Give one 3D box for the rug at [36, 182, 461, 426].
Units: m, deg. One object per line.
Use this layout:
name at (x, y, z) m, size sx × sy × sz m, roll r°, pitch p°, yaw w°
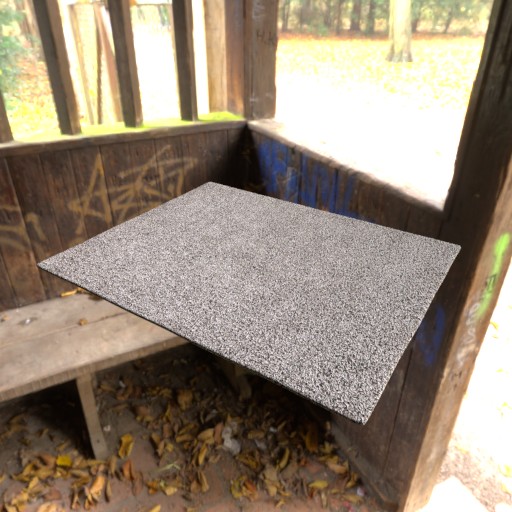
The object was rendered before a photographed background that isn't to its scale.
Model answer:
rug at (0.000, 0.000, 4.039) m, size 3.047 × 0.029 × 2.438 m, roll 19°, pitch 35°, yaw 29°
